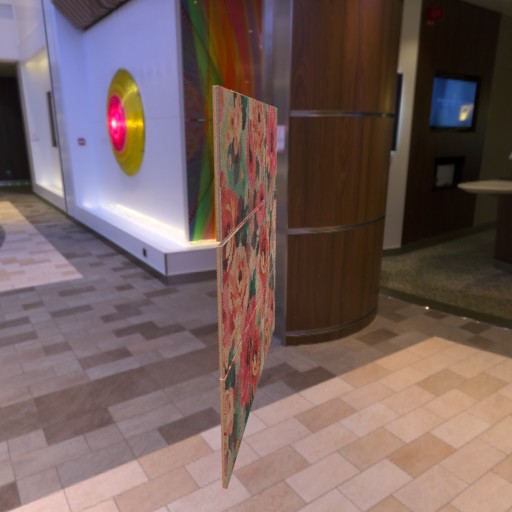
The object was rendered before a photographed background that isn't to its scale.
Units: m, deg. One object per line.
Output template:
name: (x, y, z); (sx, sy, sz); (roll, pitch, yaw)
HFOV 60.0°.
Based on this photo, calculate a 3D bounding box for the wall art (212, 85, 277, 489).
wall art: (0.000, 0.000, 1.375); (0.012, 0.910, 0.911); (3, 16, 9)
